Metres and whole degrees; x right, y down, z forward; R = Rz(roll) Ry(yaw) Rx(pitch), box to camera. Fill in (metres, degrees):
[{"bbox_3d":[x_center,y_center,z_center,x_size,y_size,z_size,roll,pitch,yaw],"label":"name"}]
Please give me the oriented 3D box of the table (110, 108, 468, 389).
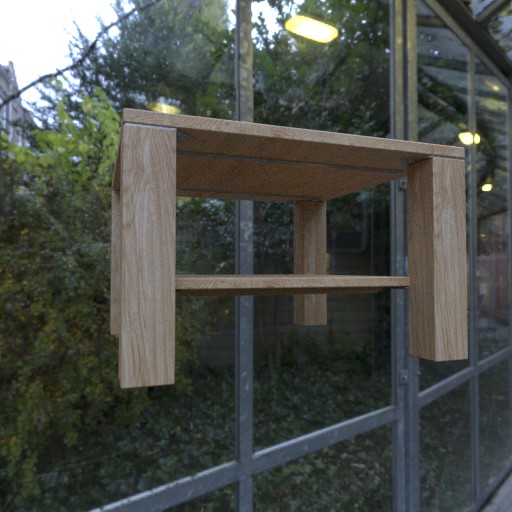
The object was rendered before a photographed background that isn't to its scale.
[{"bbox_3d":[0.000,0.000,1.152,0.700,0.450,0.700,1,-2,-19],"label":"table"}]
